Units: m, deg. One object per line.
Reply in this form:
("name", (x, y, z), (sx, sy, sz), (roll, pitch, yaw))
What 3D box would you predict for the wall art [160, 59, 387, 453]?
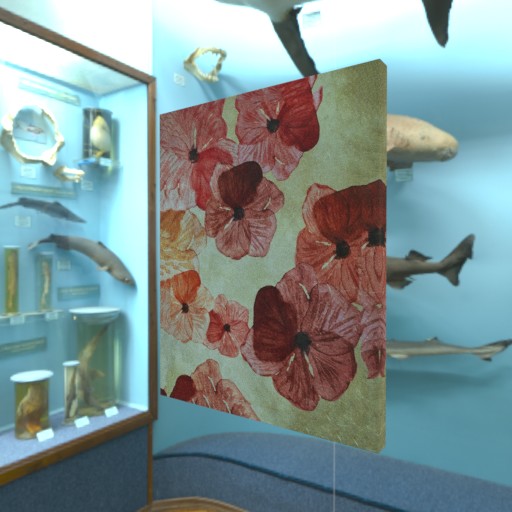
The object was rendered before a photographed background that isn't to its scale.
("wall art", (0.000, 0.000, 0.697), (0.406, 0.508, 0.028), (1, 1, 35))
